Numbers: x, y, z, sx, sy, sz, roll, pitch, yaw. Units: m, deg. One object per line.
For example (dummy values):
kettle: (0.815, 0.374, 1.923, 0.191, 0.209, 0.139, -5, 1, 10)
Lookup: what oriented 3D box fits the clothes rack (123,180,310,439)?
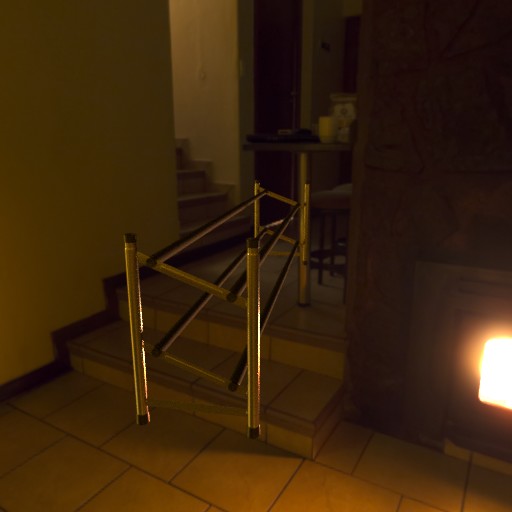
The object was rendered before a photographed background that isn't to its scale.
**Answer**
clothes rack: (0.000, 0.000, 1.293, 0.229, 0.349, 1.168, 3, 14, 10)
